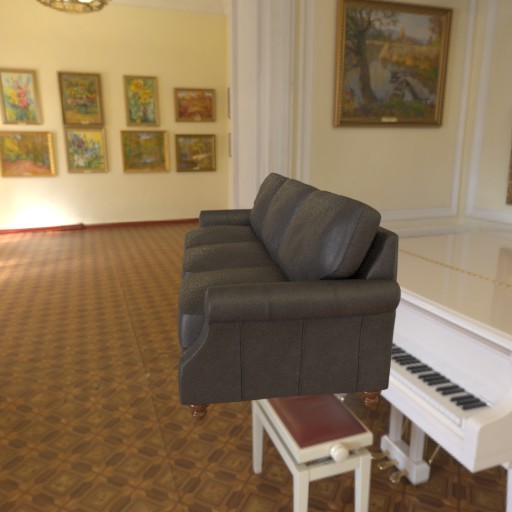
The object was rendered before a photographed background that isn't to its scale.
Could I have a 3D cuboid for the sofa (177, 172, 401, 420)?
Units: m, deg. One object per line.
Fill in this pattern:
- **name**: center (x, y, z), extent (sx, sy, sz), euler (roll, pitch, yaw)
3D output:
- **sofa**: center (0.000, 0.000, 2.922), extent (0.974, 0.977, 2.387), euler (-2, 14, -7)
